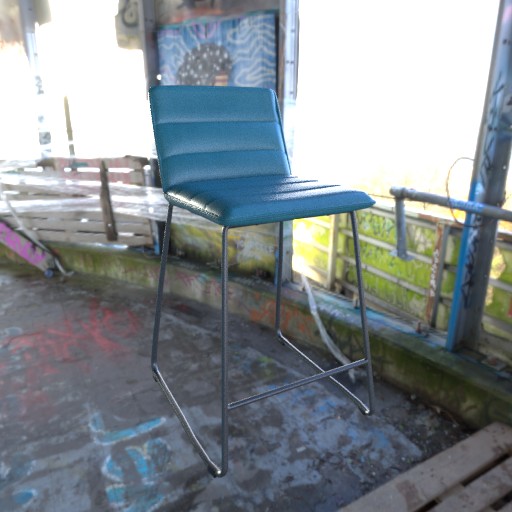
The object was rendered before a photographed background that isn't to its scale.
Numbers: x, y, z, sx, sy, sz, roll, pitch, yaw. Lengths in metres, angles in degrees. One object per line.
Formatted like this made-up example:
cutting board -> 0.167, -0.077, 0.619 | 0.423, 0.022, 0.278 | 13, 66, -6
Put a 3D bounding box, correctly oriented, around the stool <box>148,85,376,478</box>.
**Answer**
stool -> 0.000, 0.000, 1.180 | 0.489, 0.866, 0.524 | -10, 21, -27
